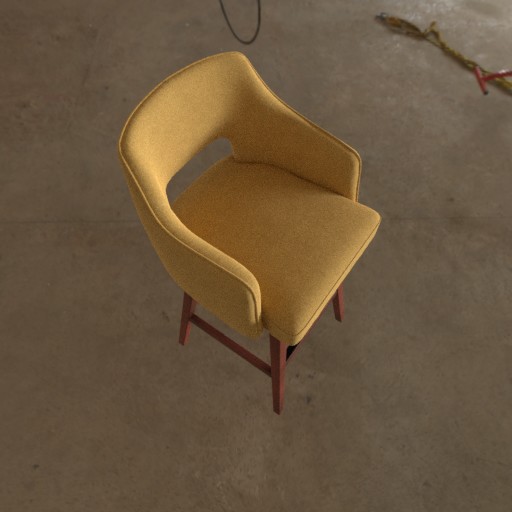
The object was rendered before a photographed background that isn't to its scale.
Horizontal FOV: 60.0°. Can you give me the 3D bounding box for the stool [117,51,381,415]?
[{"bbox_3d":[0.000,0.000,1.361,0.558,1.012,0.548,31,62,19],"label":"stool"}]
